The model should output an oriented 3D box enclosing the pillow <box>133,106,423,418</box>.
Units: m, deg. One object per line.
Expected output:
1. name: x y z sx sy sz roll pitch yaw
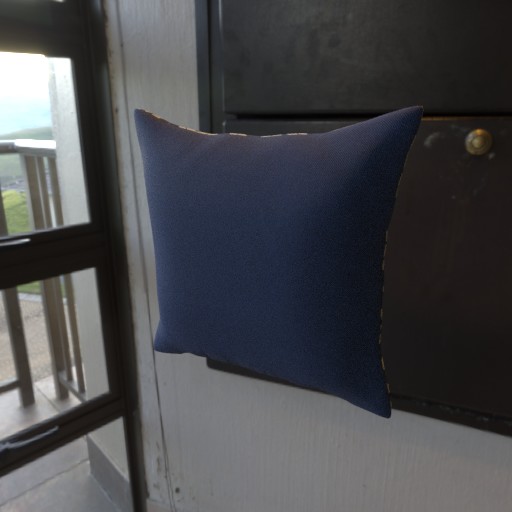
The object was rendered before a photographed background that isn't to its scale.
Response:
1. pillow: 0.000 0.000 0.774 0.504 0.494 0.188 9 19 26
